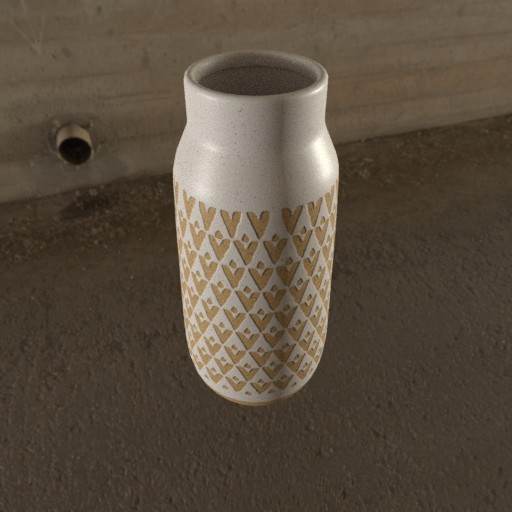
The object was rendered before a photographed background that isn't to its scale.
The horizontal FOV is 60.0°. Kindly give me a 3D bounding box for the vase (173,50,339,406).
[{"bbox_3d":[0.000,0.000,0.378,0.137,0.307,0.137,0,41,0],"label":"vase"}]
